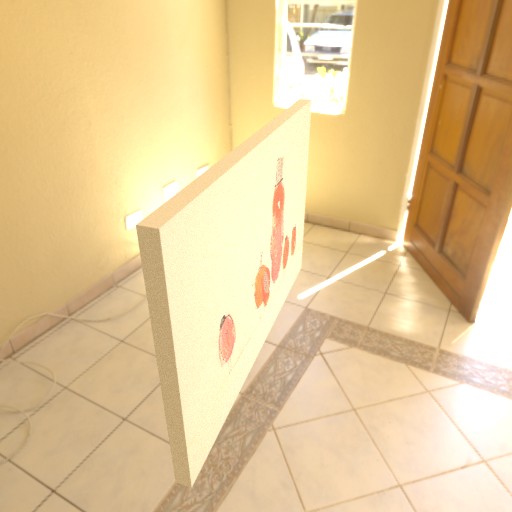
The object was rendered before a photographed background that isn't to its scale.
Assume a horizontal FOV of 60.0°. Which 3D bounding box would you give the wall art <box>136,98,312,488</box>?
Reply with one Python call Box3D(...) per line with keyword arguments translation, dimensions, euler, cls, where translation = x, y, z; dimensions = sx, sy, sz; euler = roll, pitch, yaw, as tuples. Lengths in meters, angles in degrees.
Box3D(translation=(0.000, 0.000, 1.147), dimensions=(0.038, 0.609, 0.914), euler=(10, 32, 17), cls="wall art")
